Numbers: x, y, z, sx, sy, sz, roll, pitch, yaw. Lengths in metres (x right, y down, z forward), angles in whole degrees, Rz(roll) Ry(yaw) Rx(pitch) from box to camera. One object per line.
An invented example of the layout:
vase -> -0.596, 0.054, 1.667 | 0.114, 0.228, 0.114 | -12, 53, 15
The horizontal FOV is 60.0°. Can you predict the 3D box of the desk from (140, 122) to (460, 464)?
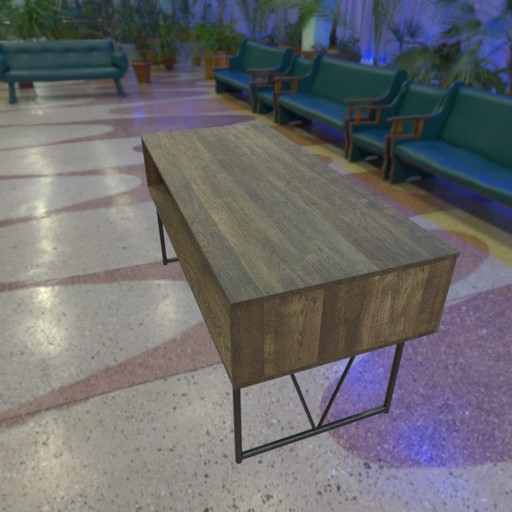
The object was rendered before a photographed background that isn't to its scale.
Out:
desk -> 0.000, 0.000, 2.049 | 0.730, 0.780, 1.600 | -11, 33, -17
